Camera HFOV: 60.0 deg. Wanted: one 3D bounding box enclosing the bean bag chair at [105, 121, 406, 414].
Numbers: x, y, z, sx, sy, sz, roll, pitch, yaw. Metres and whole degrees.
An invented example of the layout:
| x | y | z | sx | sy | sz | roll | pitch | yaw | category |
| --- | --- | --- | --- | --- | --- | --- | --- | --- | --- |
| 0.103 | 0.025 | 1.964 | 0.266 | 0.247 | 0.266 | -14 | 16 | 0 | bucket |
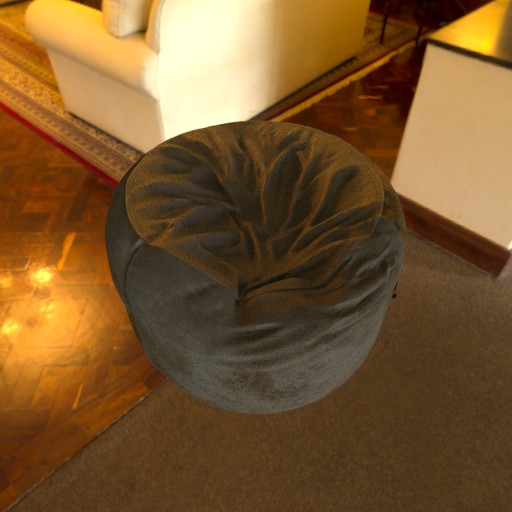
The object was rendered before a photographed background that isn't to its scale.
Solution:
| x | y | z | sx | sy | sz | roll | pitch | yaw | category |
| --- | --- | --- | --- | --- | --- | --- | --- | --- | --- |
| 0.000 | 0.000 | 1.485 | 0.918 | 0.605 | 0.918 | 0 | 46 | 0 | bean bag chair |
